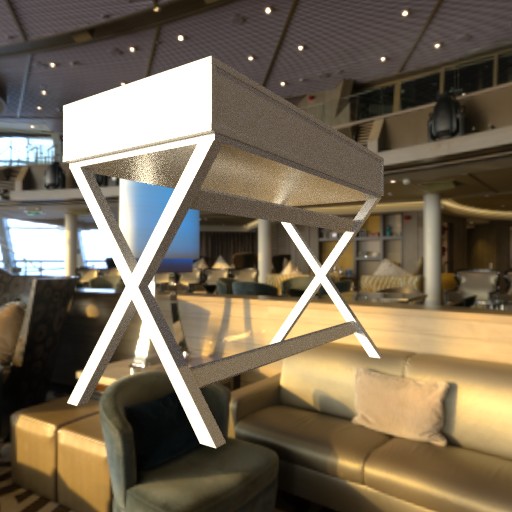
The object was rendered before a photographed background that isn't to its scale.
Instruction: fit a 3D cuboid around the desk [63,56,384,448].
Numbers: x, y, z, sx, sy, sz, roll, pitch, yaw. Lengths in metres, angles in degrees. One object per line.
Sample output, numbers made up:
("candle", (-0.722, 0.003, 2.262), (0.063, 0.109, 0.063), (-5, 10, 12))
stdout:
("desk", (0.000, 0.000, 1.452), (0.509, 0.780, 1.059), (0, -1, 34))
